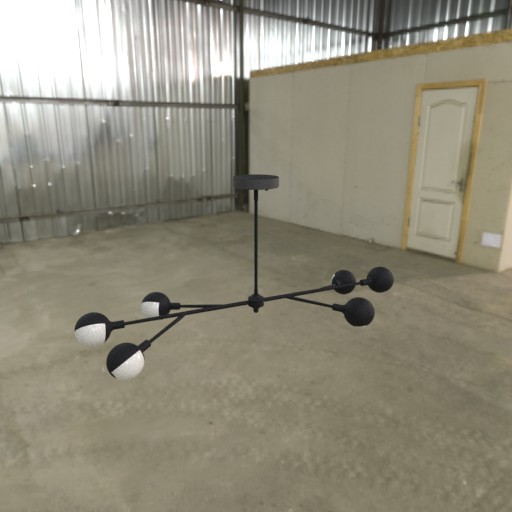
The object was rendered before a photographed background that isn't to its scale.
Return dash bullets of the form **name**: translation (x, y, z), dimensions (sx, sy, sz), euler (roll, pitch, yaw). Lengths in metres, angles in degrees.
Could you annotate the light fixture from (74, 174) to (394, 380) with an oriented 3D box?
- **light fixture**: translation (0.000, 0.000, 1.024), dimensions (0.778, 0.362, 0.434), euler (-2, 17, -8)
